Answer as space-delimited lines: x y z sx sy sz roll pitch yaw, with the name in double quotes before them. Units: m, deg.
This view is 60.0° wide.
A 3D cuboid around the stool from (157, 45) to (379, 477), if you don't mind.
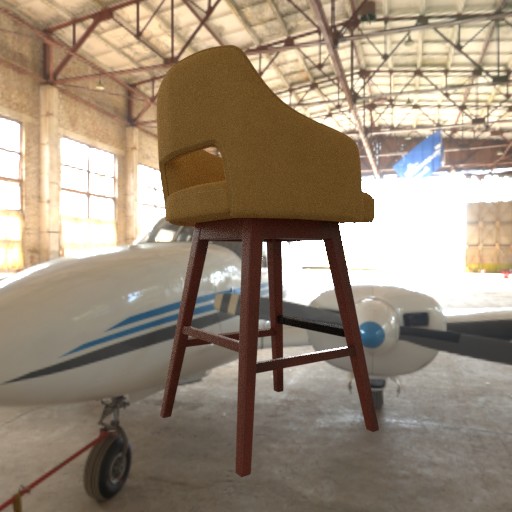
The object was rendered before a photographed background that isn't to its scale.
"stool" 0.000 0.000 1.323 0.558 1.012 0.548 0 0 -35
